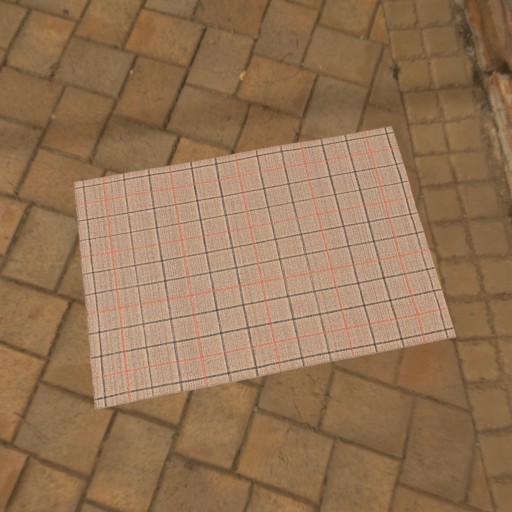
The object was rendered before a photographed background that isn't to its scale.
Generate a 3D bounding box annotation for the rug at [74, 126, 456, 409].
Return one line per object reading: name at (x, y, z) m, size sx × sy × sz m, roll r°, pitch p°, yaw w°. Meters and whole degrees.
rug at (0.000, 0.000, 2.352) m, size 1.829 × 0.013 × 1.220 m, roll -11°, pitch 75°, yaw -3°
